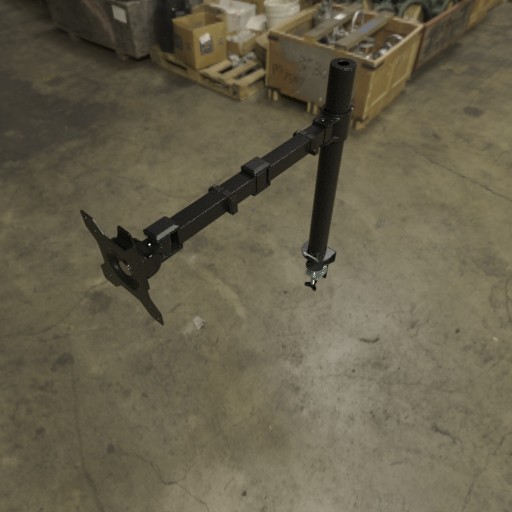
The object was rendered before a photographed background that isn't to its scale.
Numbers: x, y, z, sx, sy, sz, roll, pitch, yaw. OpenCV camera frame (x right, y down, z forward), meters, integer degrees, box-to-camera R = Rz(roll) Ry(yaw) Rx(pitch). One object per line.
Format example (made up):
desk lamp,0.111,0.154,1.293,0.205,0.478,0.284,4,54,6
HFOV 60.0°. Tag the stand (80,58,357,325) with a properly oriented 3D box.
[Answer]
stand,0.000,0.000,0.732,0.115,0.510,0.456,32,54,27
